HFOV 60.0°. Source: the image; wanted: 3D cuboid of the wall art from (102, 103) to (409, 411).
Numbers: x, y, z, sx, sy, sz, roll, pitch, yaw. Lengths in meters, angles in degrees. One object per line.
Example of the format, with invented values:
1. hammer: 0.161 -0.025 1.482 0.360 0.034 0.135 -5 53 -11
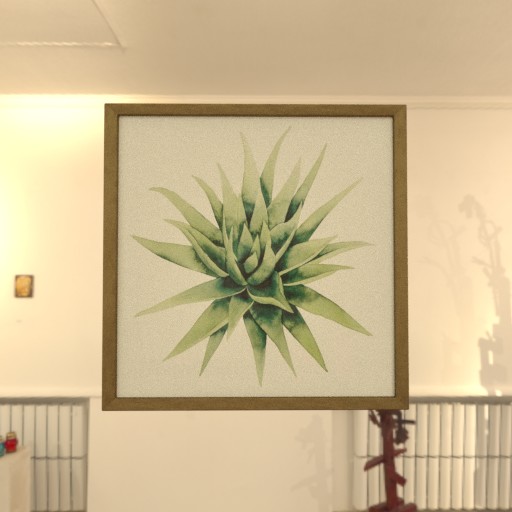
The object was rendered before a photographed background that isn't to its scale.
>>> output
1. wall art: 0.000 0.000 0.746 0.503 0.506 0.030 0 -1 -1
